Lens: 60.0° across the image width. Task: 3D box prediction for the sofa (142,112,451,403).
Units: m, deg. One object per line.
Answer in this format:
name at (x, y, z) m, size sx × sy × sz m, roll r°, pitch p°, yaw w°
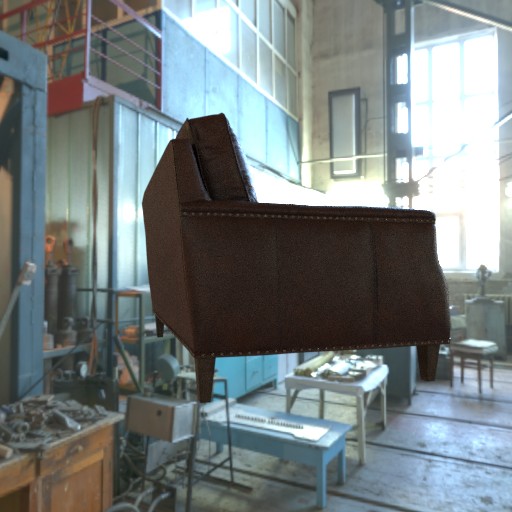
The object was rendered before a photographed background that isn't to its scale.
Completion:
sofa at (0.000, 0.000, 2.283) m, size 1.083 × 1.003 × 1.628 m, roll 1°, pitch -2°, yaw -18°
